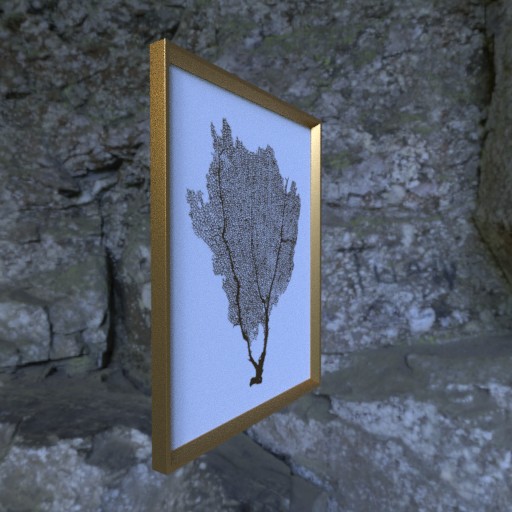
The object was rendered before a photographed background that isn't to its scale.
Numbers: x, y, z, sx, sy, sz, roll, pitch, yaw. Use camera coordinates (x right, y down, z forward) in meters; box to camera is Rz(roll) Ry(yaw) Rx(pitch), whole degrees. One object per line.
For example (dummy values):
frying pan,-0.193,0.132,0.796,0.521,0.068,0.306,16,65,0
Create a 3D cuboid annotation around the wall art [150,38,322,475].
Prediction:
wall art,0.000,0.000,1.034,0.038,0.762,0.610,1,2,35
